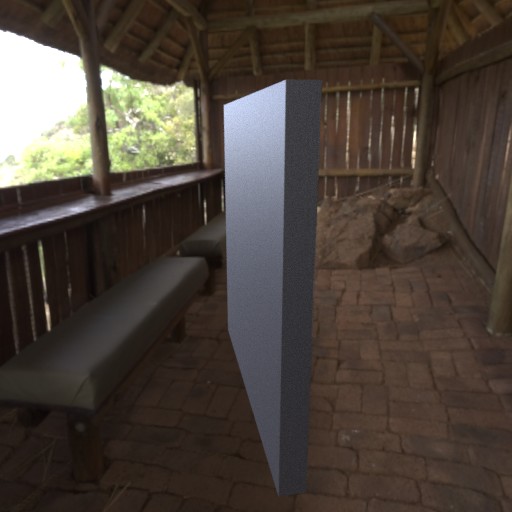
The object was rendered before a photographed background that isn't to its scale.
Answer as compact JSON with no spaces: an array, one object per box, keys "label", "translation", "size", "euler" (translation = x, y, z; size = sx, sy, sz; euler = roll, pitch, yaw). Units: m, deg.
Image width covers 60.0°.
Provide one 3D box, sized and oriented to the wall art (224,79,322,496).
[{"label":"wall art","translation":[0.000,0.000,0.749],"size":[0.038,0.507,0.507],"euler":[-3,16,-10]}]
